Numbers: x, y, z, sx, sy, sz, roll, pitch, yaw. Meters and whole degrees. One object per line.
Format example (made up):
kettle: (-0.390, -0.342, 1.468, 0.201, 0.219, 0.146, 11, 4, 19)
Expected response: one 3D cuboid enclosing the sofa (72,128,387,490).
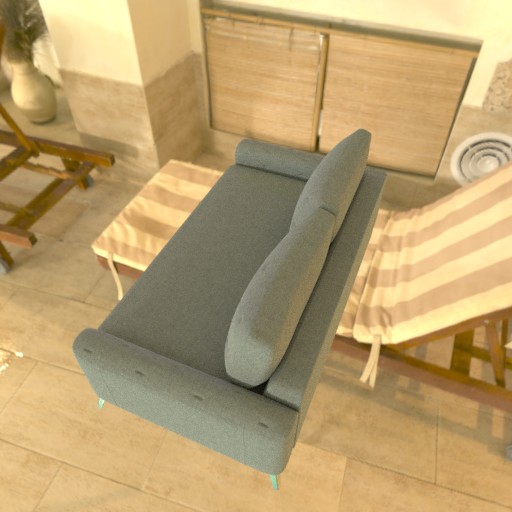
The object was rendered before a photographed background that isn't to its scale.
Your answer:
sofa: (0.000, 0.000, 2.137, 0.920, 0.790, 1.650, 17, 49, 16)
